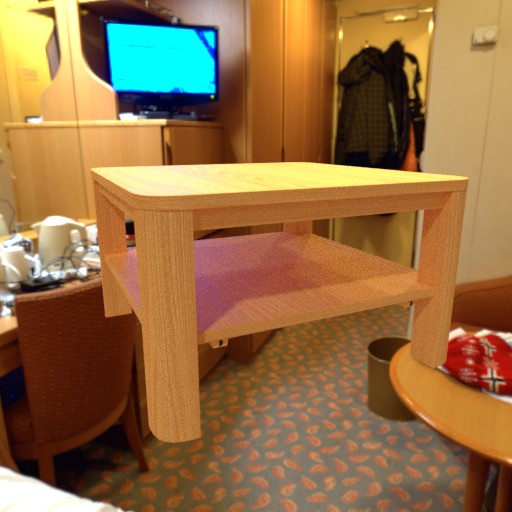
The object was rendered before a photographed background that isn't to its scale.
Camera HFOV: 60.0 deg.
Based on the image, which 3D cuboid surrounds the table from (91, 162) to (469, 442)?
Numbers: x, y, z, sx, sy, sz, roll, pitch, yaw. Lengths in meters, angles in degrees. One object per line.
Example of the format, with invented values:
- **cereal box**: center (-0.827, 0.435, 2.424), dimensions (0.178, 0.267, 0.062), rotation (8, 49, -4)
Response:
- **table**: center (0.000, 0.000, 1.209), dimensions (0.750, 0.450, 0.750), rotation (-7, 17, -25)
